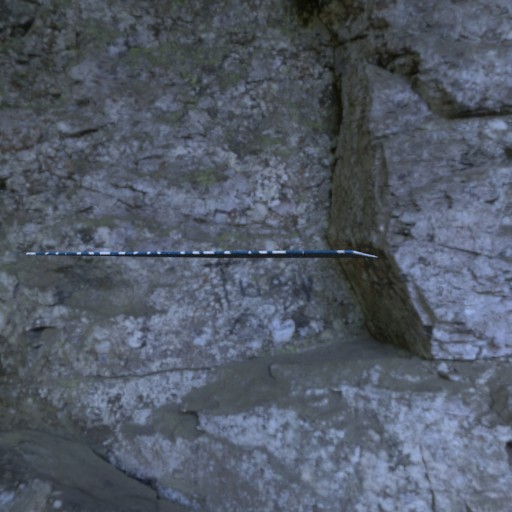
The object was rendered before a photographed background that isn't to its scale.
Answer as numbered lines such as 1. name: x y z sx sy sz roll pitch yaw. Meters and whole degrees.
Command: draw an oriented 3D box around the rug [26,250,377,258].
1. rug: 0.000 0.000 3.030 1.517 0.011 2.435 0 -1 17
